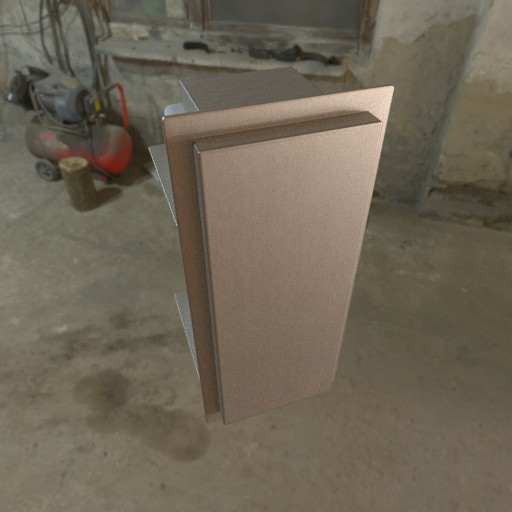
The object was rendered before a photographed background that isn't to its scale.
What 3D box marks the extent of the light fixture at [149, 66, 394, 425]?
[{"bbox_3d":[0.000,0.000,0.467,0.168,0.380,0.160,-13,43,-15],"label":"light fixture"}]
